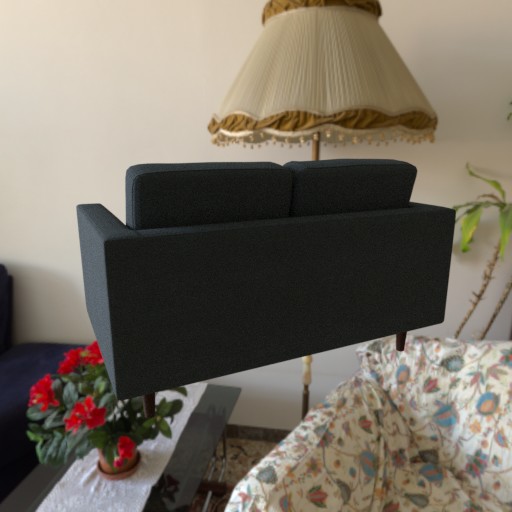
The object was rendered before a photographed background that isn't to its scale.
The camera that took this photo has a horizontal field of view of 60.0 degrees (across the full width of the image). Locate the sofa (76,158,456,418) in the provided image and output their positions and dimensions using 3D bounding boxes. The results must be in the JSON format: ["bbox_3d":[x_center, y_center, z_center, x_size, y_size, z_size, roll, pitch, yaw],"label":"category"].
[{"bbox_3d":[0.000,0.000,2.151,1.518,0.930,0.999,-7,16,-25],"label":"sofa"}]
